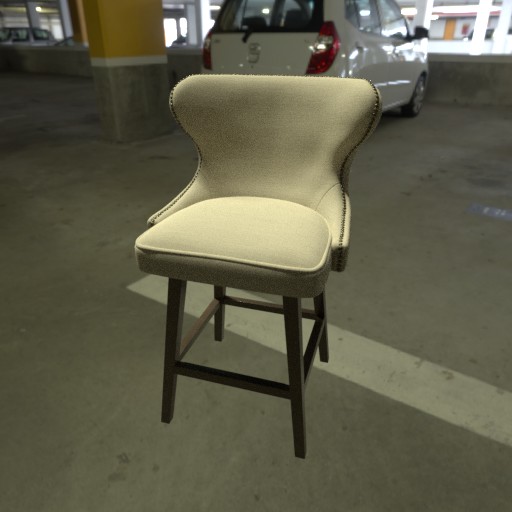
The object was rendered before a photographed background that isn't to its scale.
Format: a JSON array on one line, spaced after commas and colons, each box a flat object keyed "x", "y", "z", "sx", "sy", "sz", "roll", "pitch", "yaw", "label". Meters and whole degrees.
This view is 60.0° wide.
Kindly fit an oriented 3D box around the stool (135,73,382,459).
[{"x": 0.000, "y": 0.000, "z": 1.325, "sx": 0.615, "sy": 0.972, "sz": 0.597, "roll": 8, "pitch": 28, "yaw": 16, "label": "stool"}]
